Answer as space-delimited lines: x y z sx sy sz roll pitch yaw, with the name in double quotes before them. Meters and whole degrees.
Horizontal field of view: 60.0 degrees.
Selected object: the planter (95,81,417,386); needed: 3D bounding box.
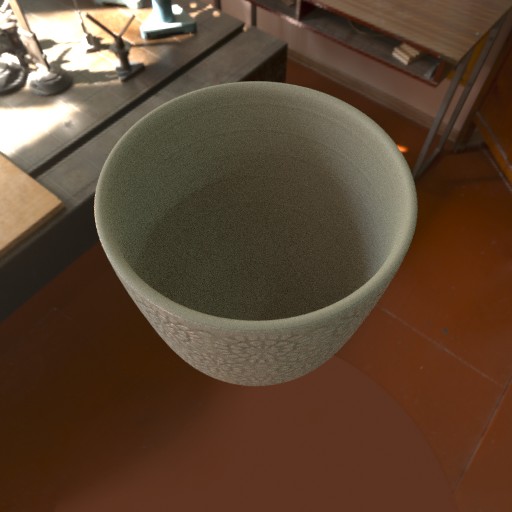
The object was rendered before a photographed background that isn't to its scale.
"planter" 0.000 0.000 0.218 0.124 0.109 0.124 0 58 0
